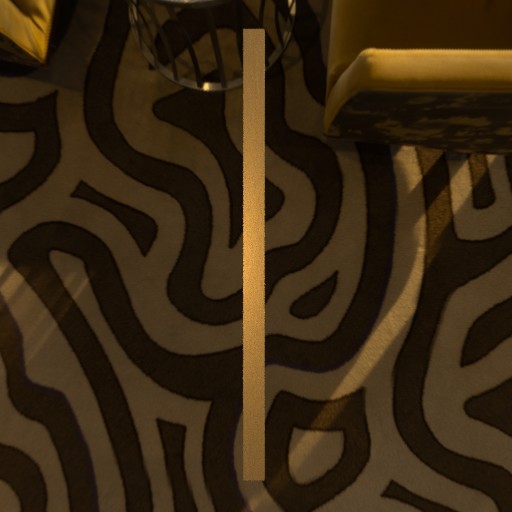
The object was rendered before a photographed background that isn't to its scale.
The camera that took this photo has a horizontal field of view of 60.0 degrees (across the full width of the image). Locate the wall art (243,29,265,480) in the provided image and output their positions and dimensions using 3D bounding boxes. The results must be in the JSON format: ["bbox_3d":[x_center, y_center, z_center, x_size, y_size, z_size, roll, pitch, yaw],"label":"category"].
[{"bbox_3d":[0.000,0.000,1.135,0.036,0.765,0.767,0,89,1],"label":"wall art"}]
